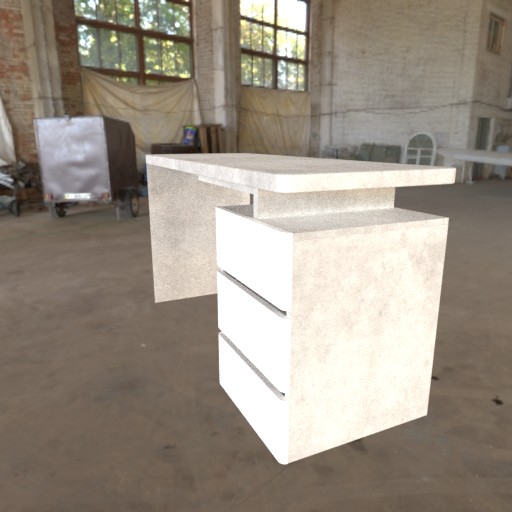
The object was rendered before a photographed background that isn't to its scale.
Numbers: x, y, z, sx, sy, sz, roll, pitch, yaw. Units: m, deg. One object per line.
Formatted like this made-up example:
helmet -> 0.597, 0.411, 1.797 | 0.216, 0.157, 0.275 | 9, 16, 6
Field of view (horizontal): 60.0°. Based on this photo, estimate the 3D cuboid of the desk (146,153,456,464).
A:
desk -> 0.000, 0.000, 1.765 | 0.550, 0.755, 1.400 | -7, 16, -25
